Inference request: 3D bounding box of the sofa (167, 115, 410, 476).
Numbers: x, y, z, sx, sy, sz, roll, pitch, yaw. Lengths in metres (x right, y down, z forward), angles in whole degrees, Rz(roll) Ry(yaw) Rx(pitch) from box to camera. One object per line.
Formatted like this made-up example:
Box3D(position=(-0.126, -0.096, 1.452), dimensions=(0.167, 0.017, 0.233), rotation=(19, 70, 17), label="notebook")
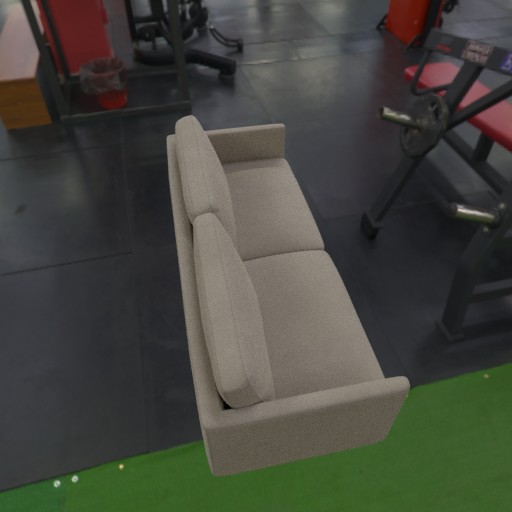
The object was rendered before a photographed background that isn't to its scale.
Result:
Box3D(position=(0.000, 0.000, 2.894), dimensions=(0.988, 0.912, 2.404), rotation=(-8, 47, -8), label="sofa")
